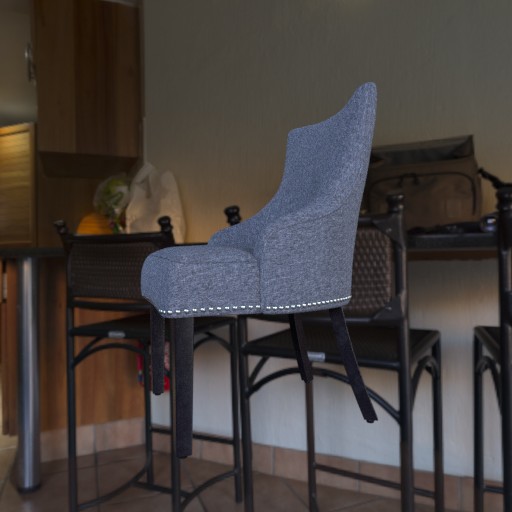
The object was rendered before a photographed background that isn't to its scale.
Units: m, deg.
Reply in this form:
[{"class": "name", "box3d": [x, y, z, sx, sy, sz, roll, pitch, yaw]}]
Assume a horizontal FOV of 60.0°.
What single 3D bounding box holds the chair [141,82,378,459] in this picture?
[{"class": "chair", "box3d": [0.000, 0.000, 1.308, 0.629, 0.909, 0.566, 0, 0, -19]}]
